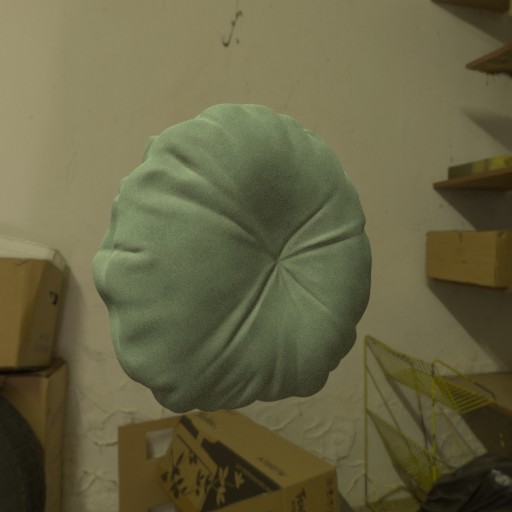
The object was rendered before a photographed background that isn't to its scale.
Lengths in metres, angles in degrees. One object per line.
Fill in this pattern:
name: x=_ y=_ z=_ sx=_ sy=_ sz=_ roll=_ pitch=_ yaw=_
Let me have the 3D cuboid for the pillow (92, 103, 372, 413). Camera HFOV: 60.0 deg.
pillow: x=0.000 y=0.000 z=0.618 sx=0.428 sy=0.407 sz=0.148 roll=1 pitch=-2 yaw=-36
